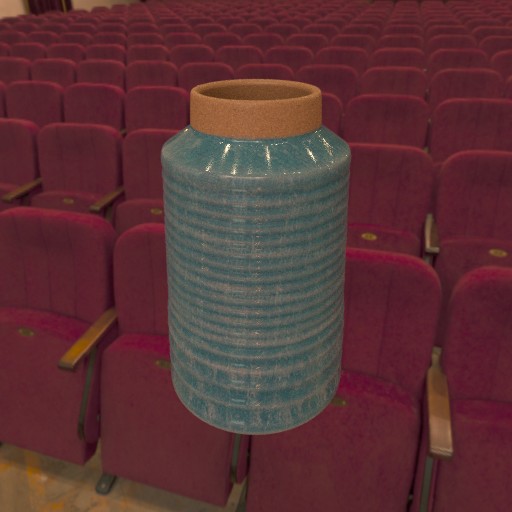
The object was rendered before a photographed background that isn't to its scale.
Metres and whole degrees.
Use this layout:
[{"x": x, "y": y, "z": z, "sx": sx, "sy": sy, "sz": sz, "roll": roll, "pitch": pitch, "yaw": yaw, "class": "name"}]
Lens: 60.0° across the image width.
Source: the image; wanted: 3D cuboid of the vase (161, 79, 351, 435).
[{"x": 0.000, "y": 0.000, "z": 0.373, "sx": 0.163, "sy": 0.267, "sz": 0.163, "roll": 0, "pitch": 30, "yaw": 0, "class": "vase"}]
